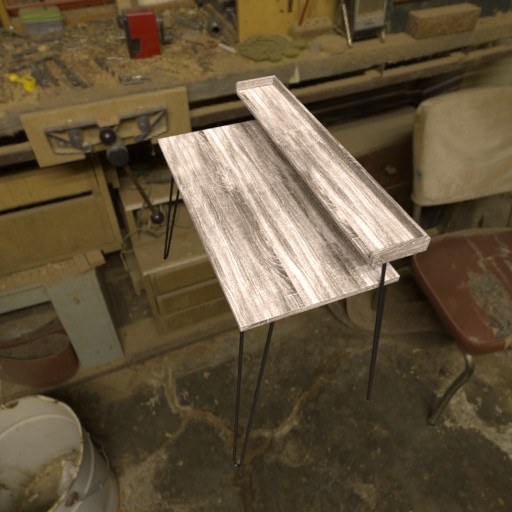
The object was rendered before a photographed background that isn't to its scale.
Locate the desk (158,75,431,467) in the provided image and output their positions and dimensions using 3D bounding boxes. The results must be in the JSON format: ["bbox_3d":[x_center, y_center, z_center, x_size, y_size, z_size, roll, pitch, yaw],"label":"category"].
[{"bbox_3d":[0.000,0.000,1.714,0.605,0.899,1.135,-16,48,-15],"label":"desk"}]
